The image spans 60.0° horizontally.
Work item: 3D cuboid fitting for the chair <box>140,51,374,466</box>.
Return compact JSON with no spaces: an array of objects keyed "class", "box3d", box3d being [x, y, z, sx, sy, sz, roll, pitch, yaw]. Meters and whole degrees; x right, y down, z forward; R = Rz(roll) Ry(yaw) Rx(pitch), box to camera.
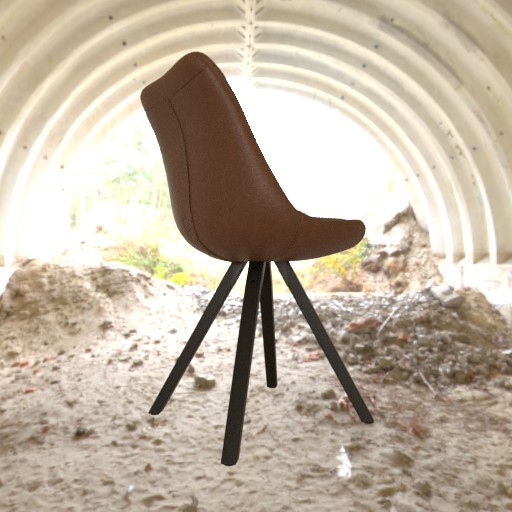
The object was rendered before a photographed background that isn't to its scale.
[{"class":"chair","box3d":[0.000,0.000,1.173,0.550,0.850,0.475,1,-1,-36]}]
